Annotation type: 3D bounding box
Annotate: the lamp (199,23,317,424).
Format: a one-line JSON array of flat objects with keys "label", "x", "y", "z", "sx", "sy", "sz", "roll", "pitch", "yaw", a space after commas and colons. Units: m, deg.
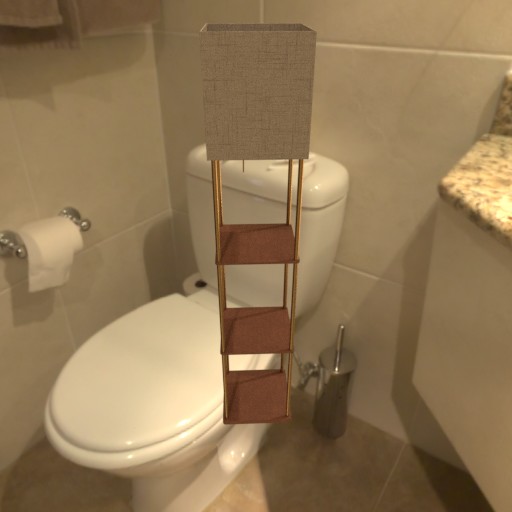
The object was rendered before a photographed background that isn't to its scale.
[{"label": "lamp", "x": 0.000, "y": 0.000, "z": 1.705, "sx": 0.310, "sy": 1.569, "sz": 0.308, "roll": -1, "pitch": 31, "yaw": -2}]
